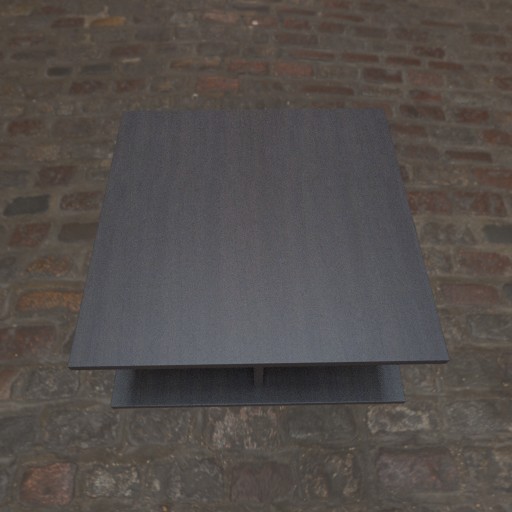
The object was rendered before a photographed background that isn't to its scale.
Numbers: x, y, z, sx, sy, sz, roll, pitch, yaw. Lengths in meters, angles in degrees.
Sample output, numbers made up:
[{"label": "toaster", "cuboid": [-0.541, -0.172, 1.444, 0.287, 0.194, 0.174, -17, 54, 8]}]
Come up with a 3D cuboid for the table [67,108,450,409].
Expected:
[{"label": "table", "cuboid": [0.000, 0.000, 1.252, 0.762, 0.396, 0.762, -1, 57, -1]}]
